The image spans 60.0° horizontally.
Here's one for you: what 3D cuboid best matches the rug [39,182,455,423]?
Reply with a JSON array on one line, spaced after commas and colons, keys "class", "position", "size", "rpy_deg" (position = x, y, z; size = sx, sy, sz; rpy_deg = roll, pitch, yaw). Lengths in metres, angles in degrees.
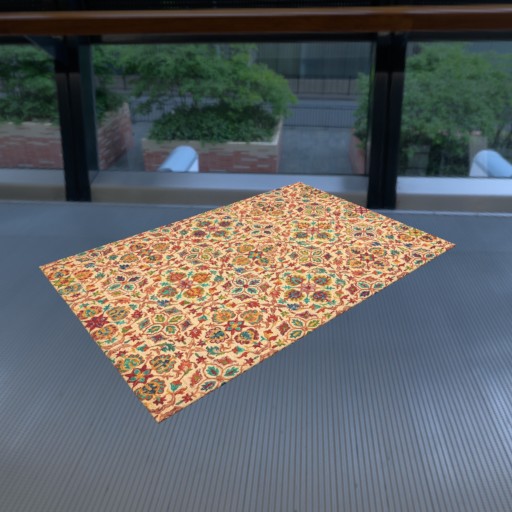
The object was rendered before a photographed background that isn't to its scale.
[{"class": "rug", "position": [0.000, 0.000, 2.339], "size": [1.838, 0.013, 1.226], "rpy_deg": [-23, 38, -33]}]
